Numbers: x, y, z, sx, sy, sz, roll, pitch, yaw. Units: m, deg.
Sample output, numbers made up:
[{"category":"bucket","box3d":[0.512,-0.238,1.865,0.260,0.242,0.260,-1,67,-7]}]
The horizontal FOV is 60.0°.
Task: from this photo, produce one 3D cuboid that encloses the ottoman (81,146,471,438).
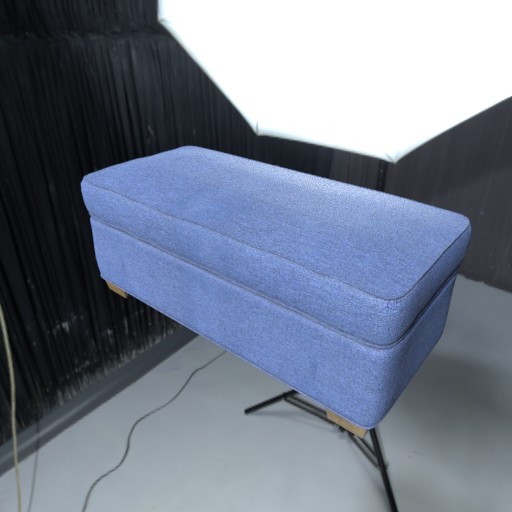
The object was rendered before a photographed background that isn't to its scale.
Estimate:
[{"category":"ottoman","box3d":[0.000,0.000,1.397,1.110,0.460,0.515,22,36,33]}]
